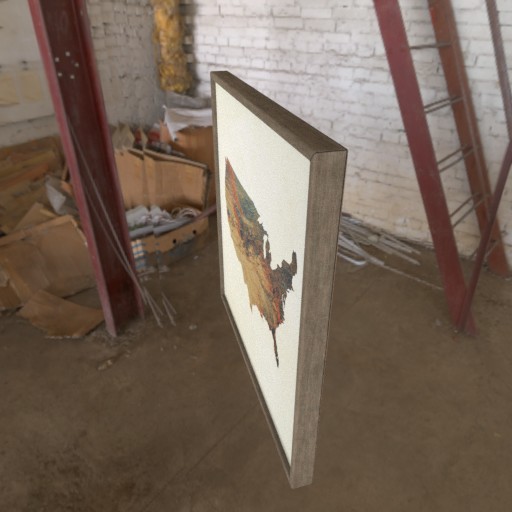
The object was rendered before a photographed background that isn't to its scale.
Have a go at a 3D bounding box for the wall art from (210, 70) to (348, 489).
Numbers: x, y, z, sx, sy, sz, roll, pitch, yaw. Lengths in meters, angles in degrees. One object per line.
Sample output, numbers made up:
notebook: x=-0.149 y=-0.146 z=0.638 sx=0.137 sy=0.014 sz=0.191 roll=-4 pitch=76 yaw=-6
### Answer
wall art: x=0.000 y=0.000 z=1.093 sx=0.050 sy=0.751 sz=0.749 roll=-8 pitch=31 yaw=-14
